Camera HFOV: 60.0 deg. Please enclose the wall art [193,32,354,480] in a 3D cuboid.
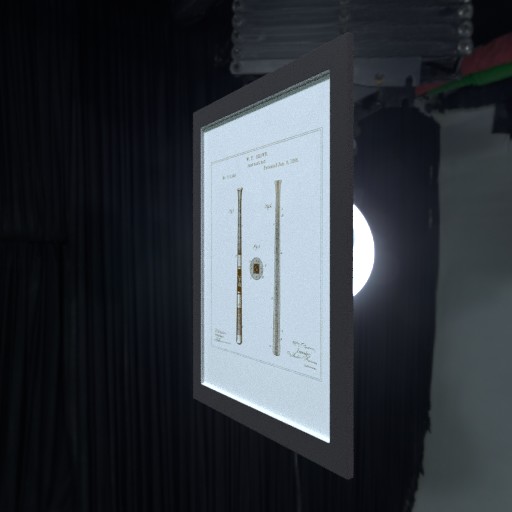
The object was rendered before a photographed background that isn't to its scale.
[{"bbox_3d":[0.000,0.000,0.675,0.012,0.529,0.374,0,0,-37],"label":"wall art"}]
